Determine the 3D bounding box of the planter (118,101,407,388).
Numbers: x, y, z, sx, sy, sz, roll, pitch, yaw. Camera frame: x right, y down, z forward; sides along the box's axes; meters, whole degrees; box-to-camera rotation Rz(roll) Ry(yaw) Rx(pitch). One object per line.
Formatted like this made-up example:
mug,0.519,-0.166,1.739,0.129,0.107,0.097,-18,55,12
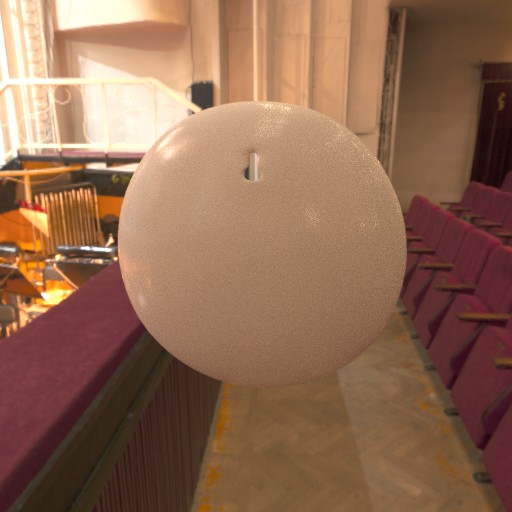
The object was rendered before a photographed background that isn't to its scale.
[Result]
planter,0.000,0.000,0.283,0.185,0.188,0.043,2,15,8
